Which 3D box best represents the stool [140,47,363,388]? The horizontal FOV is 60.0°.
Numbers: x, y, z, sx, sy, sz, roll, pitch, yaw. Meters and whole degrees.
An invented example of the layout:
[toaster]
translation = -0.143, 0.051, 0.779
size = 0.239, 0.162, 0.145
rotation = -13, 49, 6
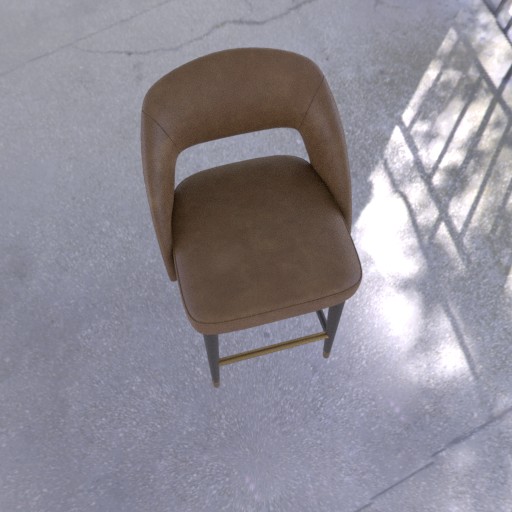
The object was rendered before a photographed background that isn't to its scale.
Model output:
[stool]
translation = 0.000, 0.000, 1.304
size = 0.494, 1.037, 0.509
rotation = -13, 66, -6
